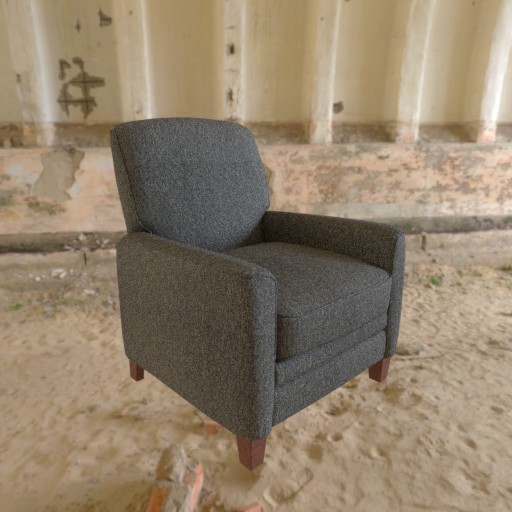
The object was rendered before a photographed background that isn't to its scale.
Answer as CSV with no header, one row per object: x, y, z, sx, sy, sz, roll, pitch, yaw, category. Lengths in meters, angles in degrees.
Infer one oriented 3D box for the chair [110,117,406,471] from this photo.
0.000,0.000,1.662,0.848,1.014,0.864,-14,21,-42,chair
